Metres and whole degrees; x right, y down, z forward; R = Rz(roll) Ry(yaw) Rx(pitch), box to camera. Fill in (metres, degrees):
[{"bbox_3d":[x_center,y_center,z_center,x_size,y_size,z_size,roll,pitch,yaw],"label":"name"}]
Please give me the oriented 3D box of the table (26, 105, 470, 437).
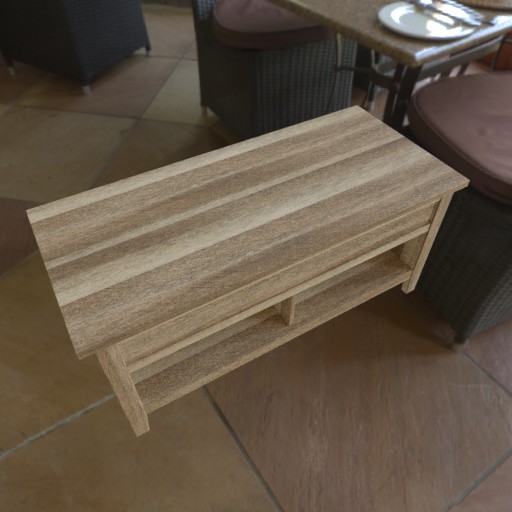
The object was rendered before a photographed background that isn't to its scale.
[{"bbox_3d":[0.000,0.000,1.367,1.095,0.480,0.493,-23,51,-20],"label":"table"}]
